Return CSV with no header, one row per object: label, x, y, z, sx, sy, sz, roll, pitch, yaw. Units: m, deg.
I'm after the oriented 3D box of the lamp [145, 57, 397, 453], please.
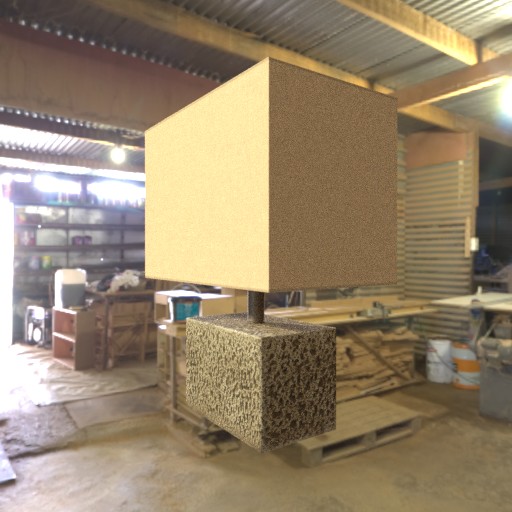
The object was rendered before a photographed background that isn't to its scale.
lamp,0.000,0.000,0.564,0.180,0.411,0.294,0,0,-35
